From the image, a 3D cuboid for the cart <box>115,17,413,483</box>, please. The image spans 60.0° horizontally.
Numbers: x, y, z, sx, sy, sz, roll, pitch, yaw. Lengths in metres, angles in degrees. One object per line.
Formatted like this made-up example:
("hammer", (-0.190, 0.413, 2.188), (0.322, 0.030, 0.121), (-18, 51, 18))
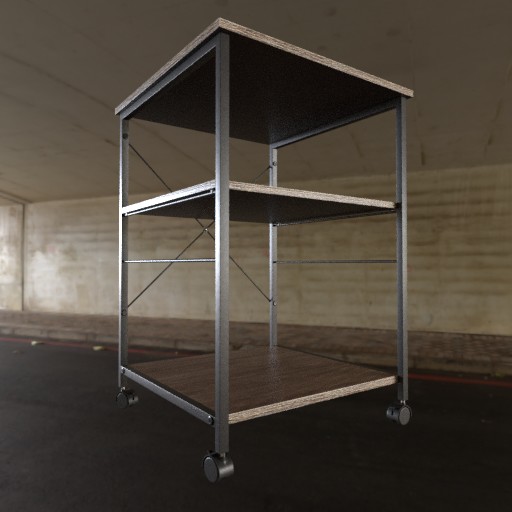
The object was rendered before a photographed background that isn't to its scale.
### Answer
("cart", (0.000, 0.000, 1.076), (0.521, 0.762, 0.520), (1, -1, -36))
